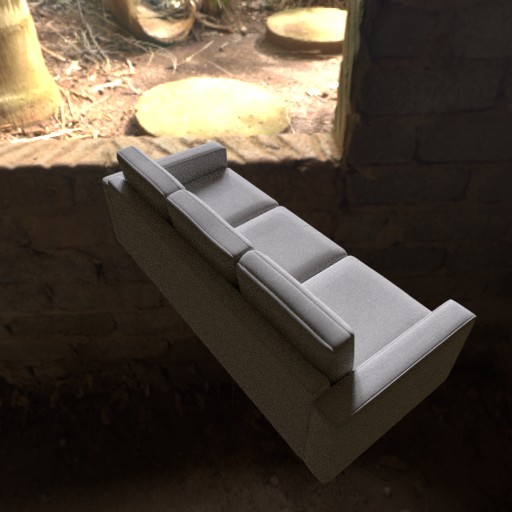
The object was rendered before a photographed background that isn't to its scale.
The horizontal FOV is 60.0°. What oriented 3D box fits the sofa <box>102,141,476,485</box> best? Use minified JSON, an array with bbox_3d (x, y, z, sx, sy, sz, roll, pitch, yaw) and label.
[{"bbox_3d":[0.000,0.000,2.495,0.900,0.800,2.120,-27,48,-27],"label":"sofa"}]
